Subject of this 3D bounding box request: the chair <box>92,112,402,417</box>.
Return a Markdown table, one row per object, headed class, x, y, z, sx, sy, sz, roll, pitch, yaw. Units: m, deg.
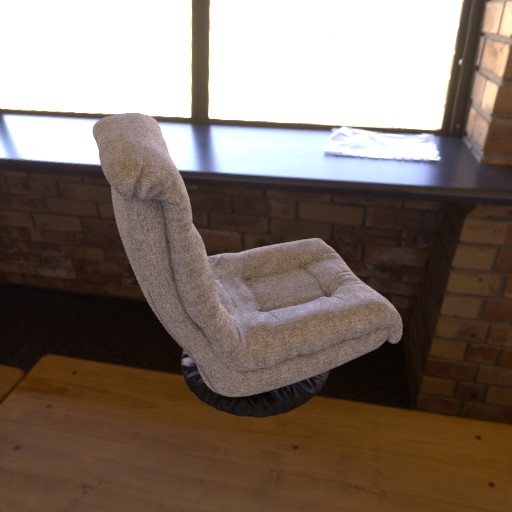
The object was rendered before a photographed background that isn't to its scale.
| class | x | y | z | sx | sy | sz | roll | pitch | yaw |
| --- | --- | --- | --- | --- | --- | --- | --- | --- | --- |
| chair | 0.000 | 0.000 | 0.972 | 0.583 | 0.600 | 0.400 | -10 | 31 | -17 |
